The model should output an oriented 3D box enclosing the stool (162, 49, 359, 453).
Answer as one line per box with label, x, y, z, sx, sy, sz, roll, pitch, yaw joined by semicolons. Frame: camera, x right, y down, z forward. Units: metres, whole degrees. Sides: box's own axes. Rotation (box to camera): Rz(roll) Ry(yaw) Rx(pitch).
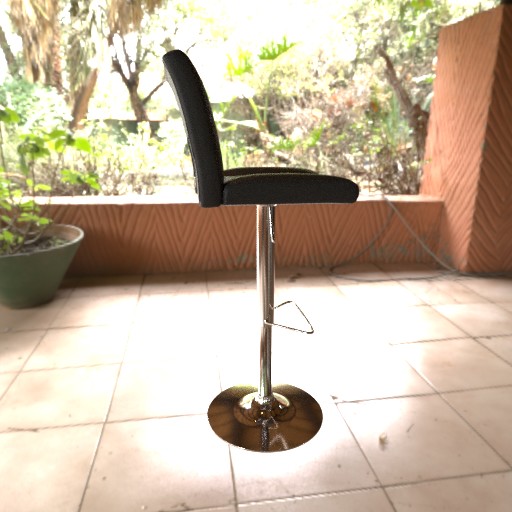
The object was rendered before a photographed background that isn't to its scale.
stool;0.000;0.000;1.415;0.520;1.151;0.415;-2;15;-9
